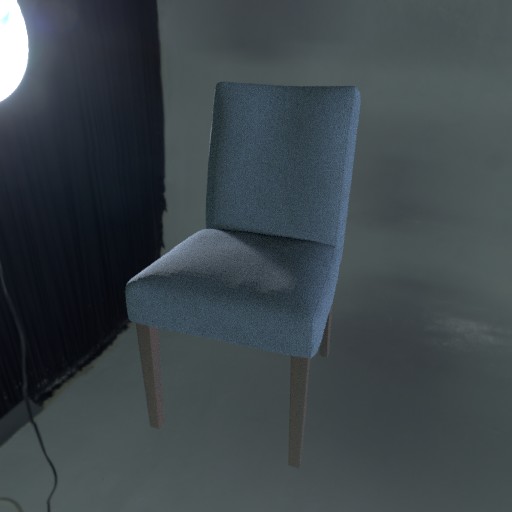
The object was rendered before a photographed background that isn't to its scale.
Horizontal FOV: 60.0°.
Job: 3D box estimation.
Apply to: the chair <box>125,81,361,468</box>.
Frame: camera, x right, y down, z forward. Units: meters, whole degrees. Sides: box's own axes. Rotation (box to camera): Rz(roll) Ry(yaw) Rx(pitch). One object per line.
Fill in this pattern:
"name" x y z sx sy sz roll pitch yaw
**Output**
"chair" 0.000 0.000 1.270 0.487 0.882 0.629 8 27 16
